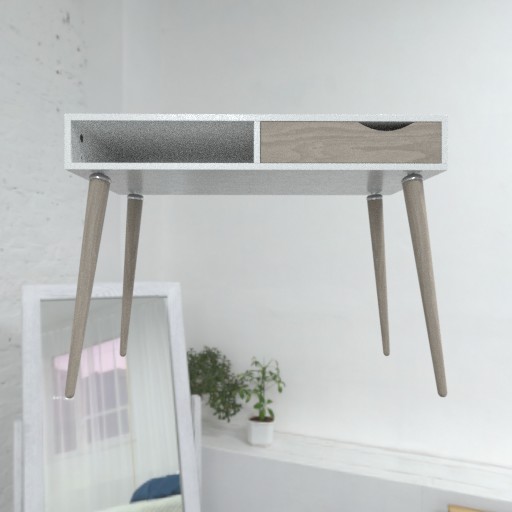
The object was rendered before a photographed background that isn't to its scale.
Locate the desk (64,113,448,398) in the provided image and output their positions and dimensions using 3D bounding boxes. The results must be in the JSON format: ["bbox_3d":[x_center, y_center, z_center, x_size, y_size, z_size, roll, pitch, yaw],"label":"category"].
[{"bbox_3d":[0.000,0.000,1.366,0.979,0.723,0.491,0,0,-1],"label":"desk"}]
